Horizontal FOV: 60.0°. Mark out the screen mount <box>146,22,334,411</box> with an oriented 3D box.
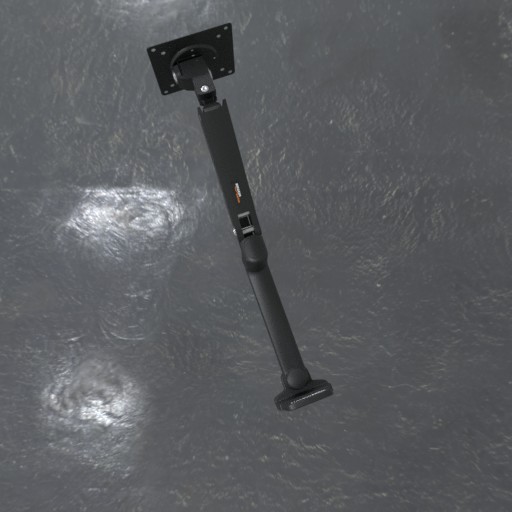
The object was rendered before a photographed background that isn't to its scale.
[{"bbox_3d":[0.000,0.000,0.734,0.115,0.466,0.495,-20,77,-5],"label":"screen mount"}]
